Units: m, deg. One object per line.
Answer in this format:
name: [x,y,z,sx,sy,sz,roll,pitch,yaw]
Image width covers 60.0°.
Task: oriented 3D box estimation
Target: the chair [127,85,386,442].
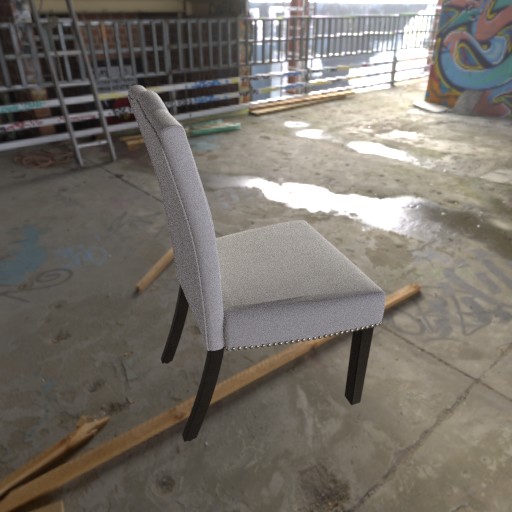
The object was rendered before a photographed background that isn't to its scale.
chair: [0.000,0.000,1.299,0.589,0.946,0.518,-11,31,-18]
